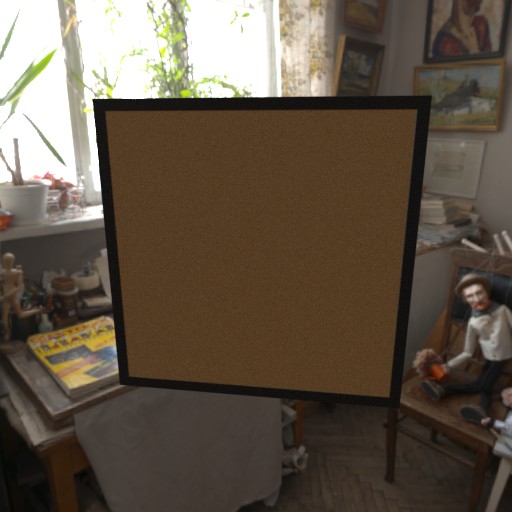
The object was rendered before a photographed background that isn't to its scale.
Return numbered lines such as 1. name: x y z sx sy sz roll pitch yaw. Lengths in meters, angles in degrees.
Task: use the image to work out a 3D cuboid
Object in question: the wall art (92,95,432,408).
1. wall art: 0.000 0.000 0.452 0.304 0.304 0.038 2 16 8
